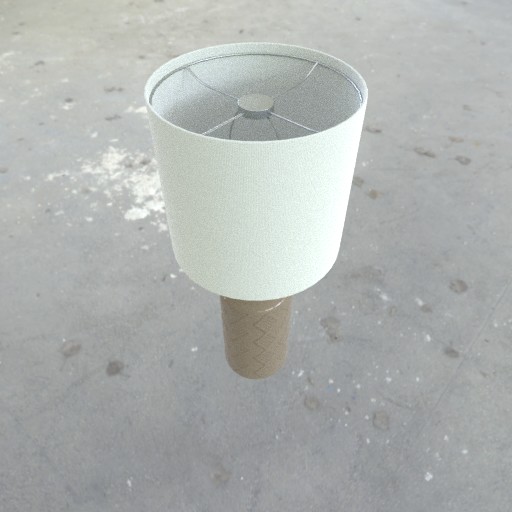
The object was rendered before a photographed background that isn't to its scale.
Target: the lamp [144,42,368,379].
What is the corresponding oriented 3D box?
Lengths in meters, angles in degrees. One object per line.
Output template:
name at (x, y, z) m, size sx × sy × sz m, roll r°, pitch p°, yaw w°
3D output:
lamp at (0.000, 0.000, 0.579) m, size 0.207 × 0.461 × 0.207 m, roll 32°, pitch 54°, yaw 28°
